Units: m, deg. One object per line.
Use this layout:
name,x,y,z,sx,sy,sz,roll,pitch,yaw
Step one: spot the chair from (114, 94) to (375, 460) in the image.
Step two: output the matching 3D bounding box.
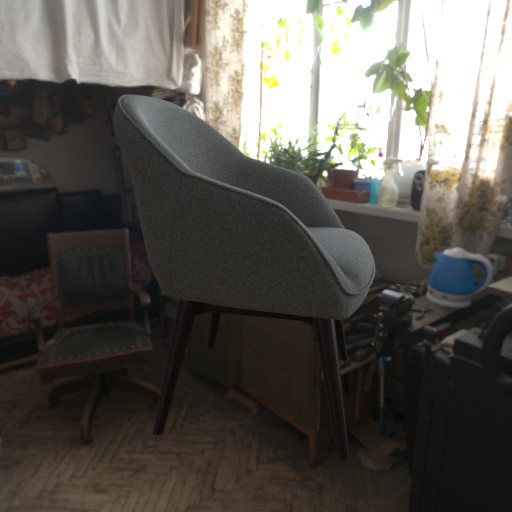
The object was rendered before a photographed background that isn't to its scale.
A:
chair,0.000,0.000,1.178,0.611,0.810,0.589,3,16,10
